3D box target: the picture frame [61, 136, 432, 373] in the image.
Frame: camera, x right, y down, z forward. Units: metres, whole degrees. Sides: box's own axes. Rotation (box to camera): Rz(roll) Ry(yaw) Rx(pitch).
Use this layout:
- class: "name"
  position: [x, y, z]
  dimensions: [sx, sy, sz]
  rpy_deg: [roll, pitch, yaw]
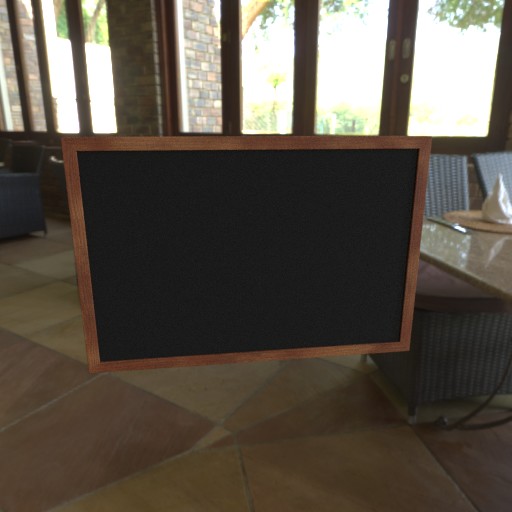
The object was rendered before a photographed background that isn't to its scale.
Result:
- class: "picture frame"
  position: [0.000, 0.000, 1.230]
  dimensions: [0.950, 0.640, 0.029]
  rpy_deg: [-2, 16, -8]
